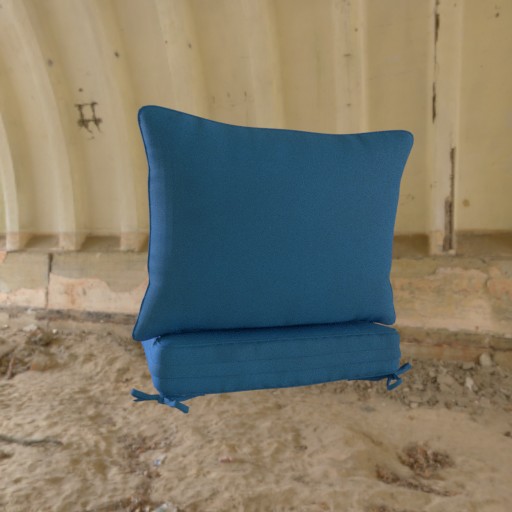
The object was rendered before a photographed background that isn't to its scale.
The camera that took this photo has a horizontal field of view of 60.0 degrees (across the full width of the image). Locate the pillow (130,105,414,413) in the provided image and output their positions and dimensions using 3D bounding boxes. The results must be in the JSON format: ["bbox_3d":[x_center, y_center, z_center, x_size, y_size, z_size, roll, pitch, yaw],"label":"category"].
[{"bbox_3d":[0.000,0.000,1.426,0.798,0.725,0.733,0,1,-18],"label":"pillow"}]
